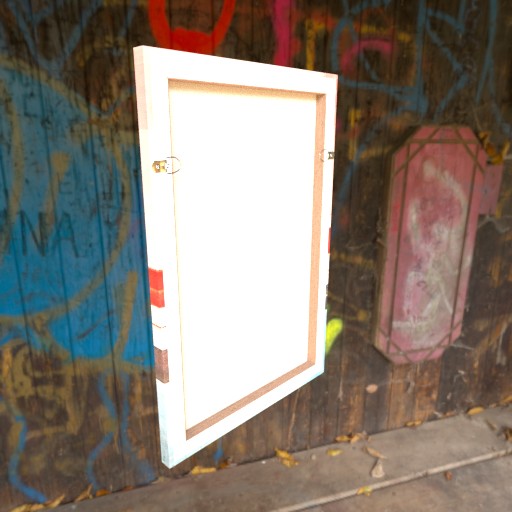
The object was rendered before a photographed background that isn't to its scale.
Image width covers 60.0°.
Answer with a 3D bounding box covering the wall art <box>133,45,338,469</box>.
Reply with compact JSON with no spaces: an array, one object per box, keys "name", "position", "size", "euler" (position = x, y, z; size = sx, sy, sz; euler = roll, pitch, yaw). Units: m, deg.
[{"name":"wall art","position":[0.000,0.000,1.140],"size":[0.038,0.914,0.610],"euler":[15,22,42]}]
